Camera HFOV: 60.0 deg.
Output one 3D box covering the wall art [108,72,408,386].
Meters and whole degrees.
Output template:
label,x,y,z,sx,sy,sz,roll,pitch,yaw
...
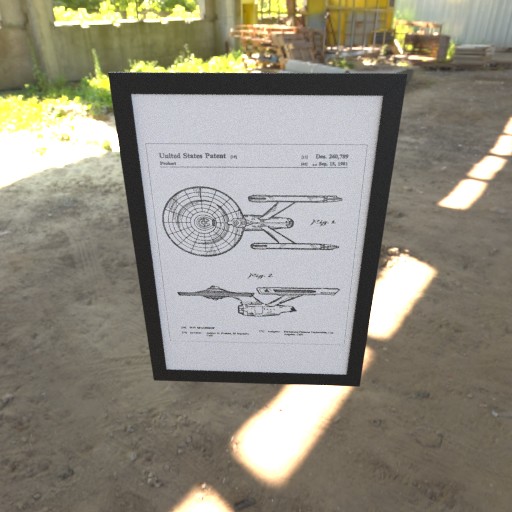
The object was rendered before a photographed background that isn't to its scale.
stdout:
label,x,y,z,sx,sy,sz,roll,pitch,yaw
wall art,0.000,0.000,0.690,0.379,0.530,0.008,1,29,2
